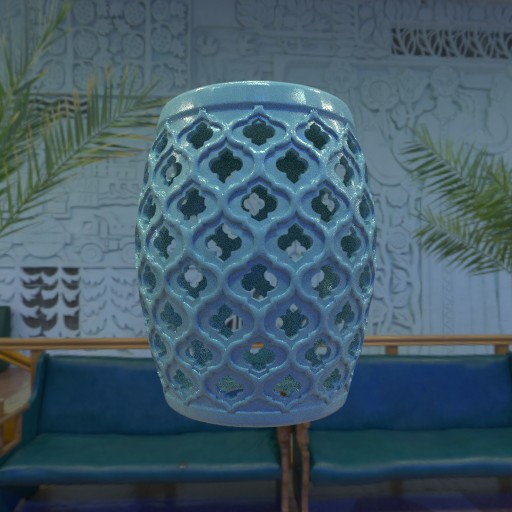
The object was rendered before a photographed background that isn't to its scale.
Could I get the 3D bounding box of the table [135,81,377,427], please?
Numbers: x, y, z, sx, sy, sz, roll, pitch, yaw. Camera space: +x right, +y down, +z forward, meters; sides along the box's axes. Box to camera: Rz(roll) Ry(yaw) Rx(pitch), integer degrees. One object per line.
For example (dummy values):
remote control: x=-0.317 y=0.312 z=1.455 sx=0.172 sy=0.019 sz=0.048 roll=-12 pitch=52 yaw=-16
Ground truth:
table: x=0.000 y=0.000 z=0.615 sx=0.325 sy=0.388 sz=0.325 roll=0 pitch=-1 yaw=0
